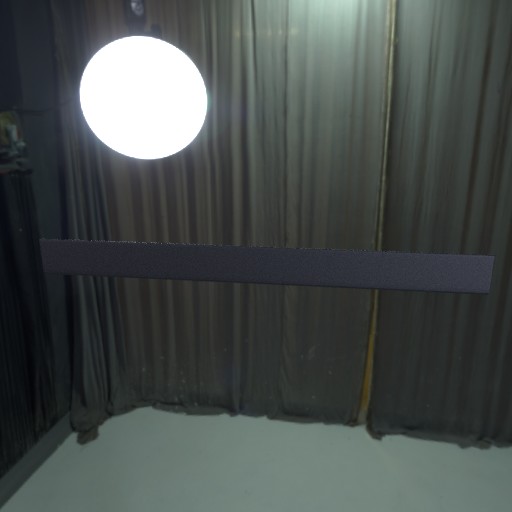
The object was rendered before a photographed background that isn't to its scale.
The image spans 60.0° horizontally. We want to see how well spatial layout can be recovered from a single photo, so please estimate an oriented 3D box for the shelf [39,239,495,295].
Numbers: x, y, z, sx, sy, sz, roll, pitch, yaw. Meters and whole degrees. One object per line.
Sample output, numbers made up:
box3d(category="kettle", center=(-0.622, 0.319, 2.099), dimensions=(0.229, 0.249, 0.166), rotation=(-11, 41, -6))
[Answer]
box3d(category="shelf", center=(0.000, 0.000, 0.638), dimensions=(0.605, 0.053, 0.102), rotation=(2, 15, 8))
